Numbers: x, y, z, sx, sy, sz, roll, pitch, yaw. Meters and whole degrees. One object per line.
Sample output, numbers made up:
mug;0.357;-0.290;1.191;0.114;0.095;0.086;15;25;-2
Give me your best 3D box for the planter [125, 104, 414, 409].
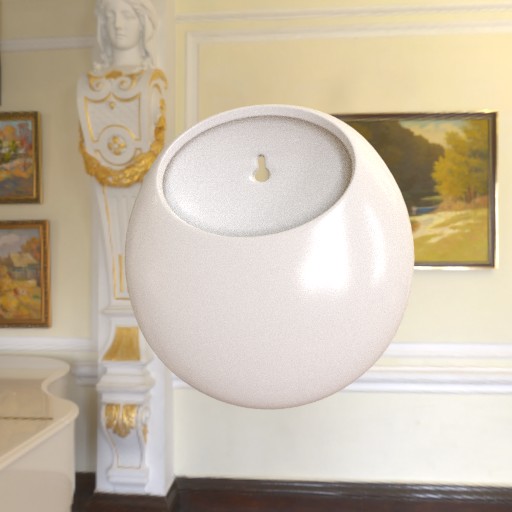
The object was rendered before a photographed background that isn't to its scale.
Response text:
planter;0.000;0.000;0.275;0.185;0.188;0.043;0;-1;17
